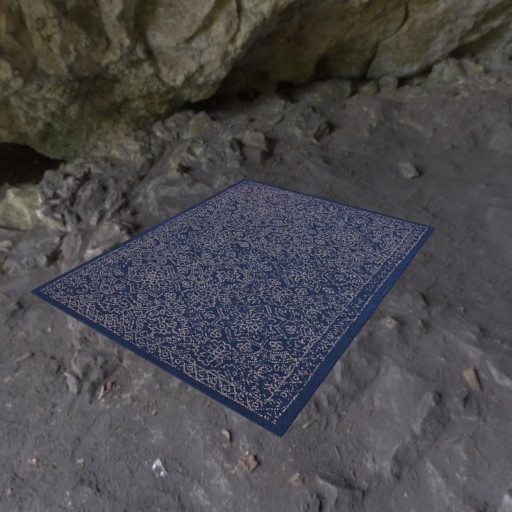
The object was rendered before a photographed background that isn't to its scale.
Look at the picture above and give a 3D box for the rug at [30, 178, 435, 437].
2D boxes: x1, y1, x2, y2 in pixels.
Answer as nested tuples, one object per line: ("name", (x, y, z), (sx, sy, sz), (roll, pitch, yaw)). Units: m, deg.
("rug", (0.000, 0.000, 4.132), (2.438, 0.010, 3.048), (20, 37, 29))
